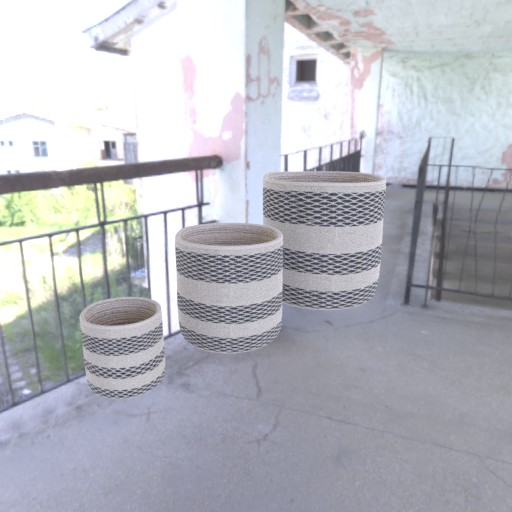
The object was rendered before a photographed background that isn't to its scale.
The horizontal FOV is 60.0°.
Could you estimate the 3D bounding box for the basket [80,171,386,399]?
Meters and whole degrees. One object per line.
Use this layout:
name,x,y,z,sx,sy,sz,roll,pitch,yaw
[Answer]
basket,0.000,0.000,1.115,0.351,0.356,0.917,15,22,41
